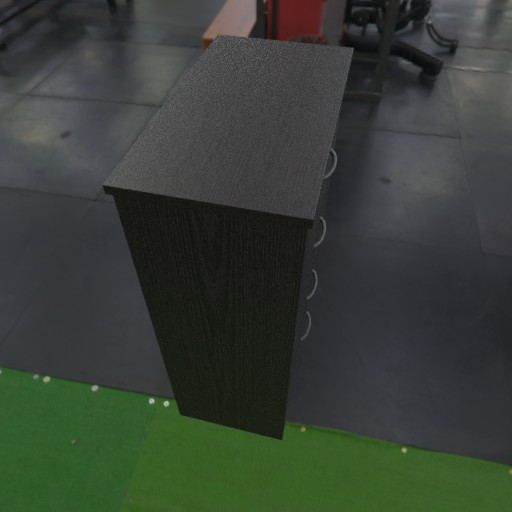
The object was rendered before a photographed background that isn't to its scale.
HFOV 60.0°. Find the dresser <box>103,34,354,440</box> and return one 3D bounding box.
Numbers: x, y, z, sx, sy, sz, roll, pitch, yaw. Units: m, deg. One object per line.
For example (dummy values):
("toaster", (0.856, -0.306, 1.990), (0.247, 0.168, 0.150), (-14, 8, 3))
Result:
("dresser", (0.000, 0.000, 1.376), (0.399, 1.020, 0.704), (10, 48, 9))
